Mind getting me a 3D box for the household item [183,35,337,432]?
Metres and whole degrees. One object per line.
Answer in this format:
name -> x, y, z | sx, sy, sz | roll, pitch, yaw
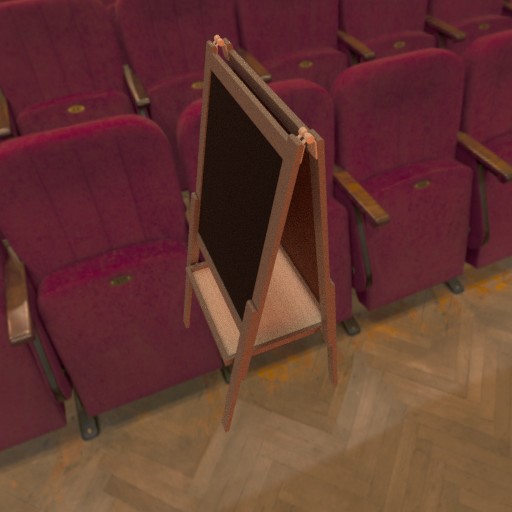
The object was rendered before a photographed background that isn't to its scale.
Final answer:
household item -> 0.000, 0.000, 1.420 | 0.469, 1.172, 0.531 | -17, 49, -15
